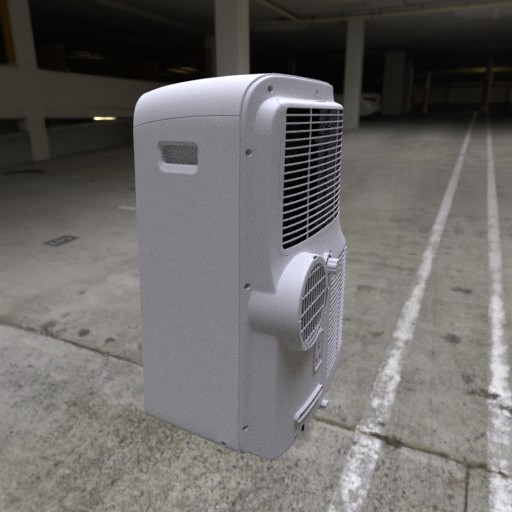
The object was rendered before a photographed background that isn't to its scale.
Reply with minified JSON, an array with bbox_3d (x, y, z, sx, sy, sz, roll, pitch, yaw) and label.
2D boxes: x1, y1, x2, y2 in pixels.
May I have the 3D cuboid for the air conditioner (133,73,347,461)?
[{"bbox_3d":[0.000,0.000,0.953,0.365,0.700,0.454,8,19,24],"label":"air conditioner"}]
